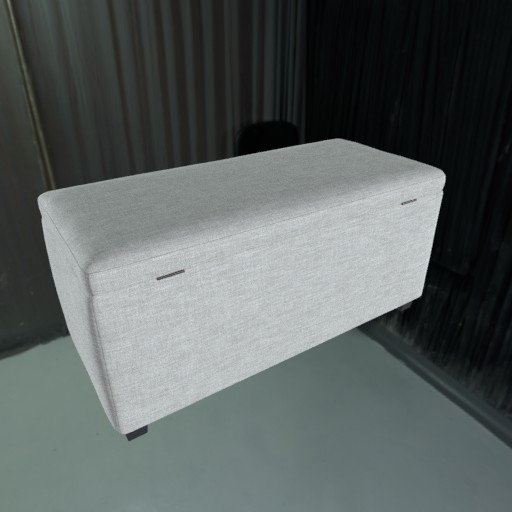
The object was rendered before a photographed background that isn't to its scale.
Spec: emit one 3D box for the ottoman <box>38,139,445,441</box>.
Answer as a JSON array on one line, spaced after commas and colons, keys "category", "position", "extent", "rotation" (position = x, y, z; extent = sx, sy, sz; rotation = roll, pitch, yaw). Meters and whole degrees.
[{"category": "ottoman", "position": [0.000, 0.000, 1.115], "extent": [0.902, 0.432, 0.419], "rotation": [-18, 33, -29]}]
